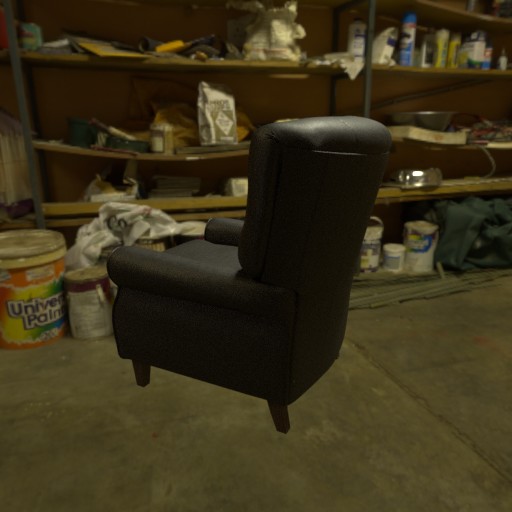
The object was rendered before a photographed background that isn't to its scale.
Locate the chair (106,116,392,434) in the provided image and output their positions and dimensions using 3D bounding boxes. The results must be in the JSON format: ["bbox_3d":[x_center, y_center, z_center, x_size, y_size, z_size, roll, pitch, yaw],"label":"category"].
[{"bbox_3d":[0.000,0.000,1.943,1.058,1.158,0.948,8,18,26],"label":"chair"}]
